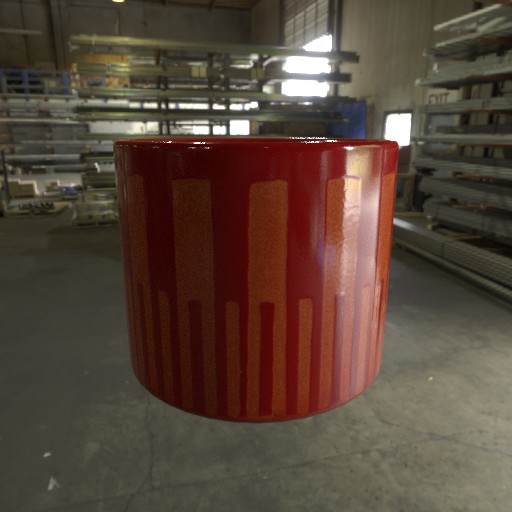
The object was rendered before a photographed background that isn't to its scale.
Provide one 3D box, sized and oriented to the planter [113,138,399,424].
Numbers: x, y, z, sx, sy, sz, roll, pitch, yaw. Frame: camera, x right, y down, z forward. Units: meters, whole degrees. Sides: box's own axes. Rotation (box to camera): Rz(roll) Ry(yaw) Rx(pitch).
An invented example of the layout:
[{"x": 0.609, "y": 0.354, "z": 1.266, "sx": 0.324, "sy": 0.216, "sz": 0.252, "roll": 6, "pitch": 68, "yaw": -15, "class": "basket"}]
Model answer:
[{"x": 0.000, "y": 0.000, "z": 0.398, "sx": 0.230, "sy": 0.202, "sz": 0.230, "roll": 0, "pitch": 16, "yaw": 0, "class": "planter"}]
